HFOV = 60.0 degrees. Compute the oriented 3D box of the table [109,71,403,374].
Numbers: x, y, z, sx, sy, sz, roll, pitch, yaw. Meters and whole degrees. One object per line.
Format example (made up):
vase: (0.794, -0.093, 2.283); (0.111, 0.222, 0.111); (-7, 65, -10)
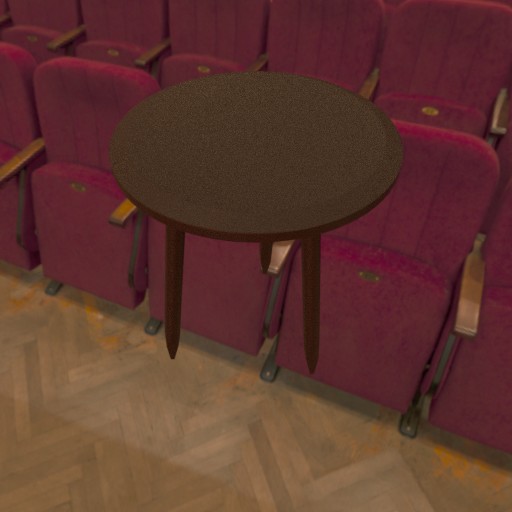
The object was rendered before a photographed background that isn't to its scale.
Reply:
table: (0.000, 0.000, 0.911); (0.457, 0.585, 0.457); (0, 47, 0)
